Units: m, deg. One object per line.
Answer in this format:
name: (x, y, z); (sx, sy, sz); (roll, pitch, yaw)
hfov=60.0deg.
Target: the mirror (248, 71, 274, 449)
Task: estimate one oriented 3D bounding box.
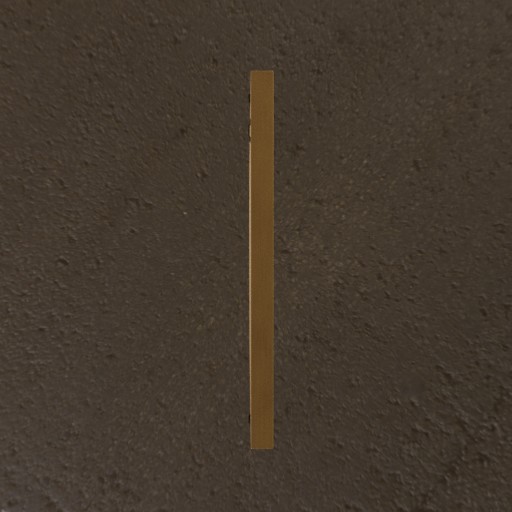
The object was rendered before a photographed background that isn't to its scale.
mirror: (0.000, 0.000, 1.171); (0.041, 0.915, 0.609); (0, 91, -1)
